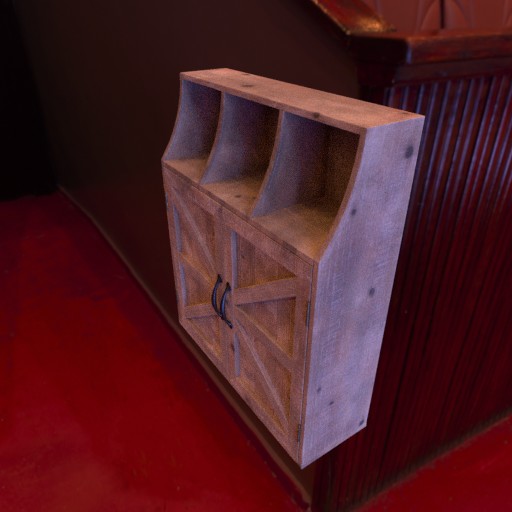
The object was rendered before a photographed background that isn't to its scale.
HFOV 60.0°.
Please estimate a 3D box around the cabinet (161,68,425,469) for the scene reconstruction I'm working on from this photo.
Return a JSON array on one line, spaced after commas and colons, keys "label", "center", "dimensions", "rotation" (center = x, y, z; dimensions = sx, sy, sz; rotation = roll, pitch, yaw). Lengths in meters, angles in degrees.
[{"label": "cabinet", "center": [0.000, 0.000, 0.839], "dimensions": [0.184, 0.590, 0.489], "rotation": [-19, 36, -29]}]
